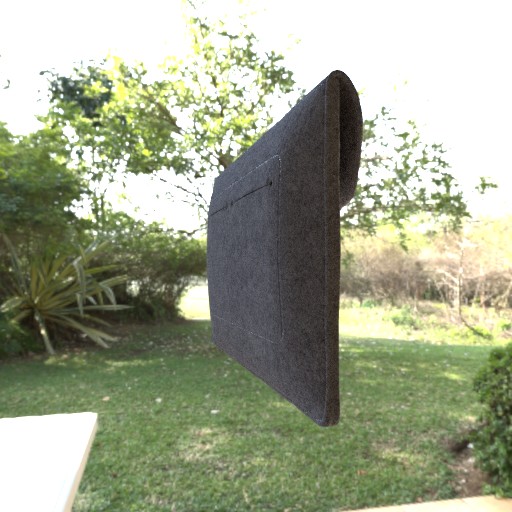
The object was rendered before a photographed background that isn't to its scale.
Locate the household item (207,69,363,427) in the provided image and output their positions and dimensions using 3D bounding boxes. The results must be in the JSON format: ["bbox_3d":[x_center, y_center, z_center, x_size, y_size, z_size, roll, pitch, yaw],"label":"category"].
[{"bbox_3d":[0.000,0.000,0.429,0.057,0.221,0.335,1,-2,-17],"label":"household item"}]
